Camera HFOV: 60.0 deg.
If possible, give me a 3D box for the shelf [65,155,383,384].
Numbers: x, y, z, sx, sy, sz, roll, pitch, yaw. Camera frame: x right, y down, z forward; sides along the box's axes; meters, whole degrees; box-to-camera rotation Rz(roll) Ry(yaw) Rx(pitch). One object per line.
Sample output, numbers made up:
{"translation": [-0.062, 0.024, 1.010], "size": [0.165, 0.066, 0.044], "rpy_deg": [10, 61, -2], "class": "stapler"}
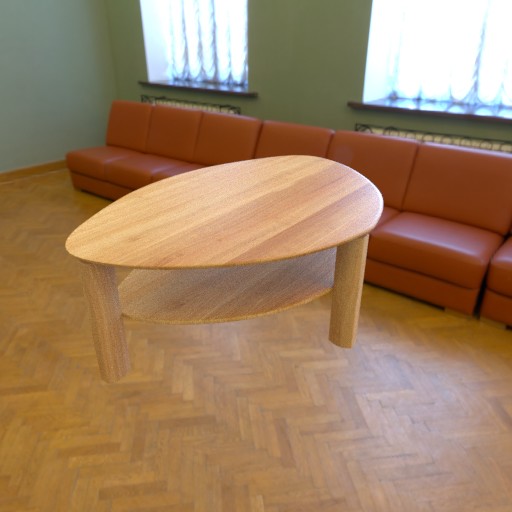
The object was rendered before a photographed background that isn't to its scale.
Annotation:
{"translation": [0.000, 0.000, 1.615], "size": [0.845, 0.440, 1.246], "rpy_deg": [18, 32, 32], "class": "shelf"}
